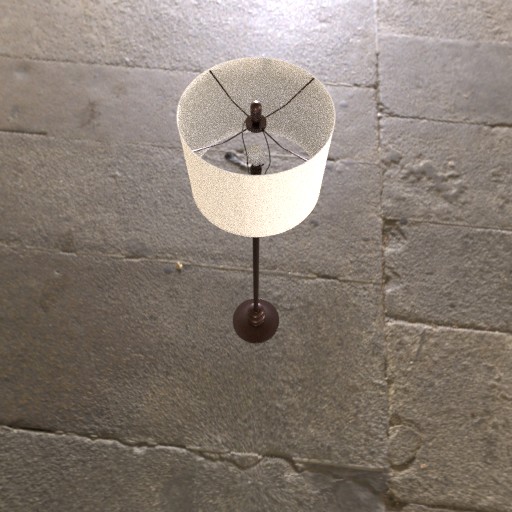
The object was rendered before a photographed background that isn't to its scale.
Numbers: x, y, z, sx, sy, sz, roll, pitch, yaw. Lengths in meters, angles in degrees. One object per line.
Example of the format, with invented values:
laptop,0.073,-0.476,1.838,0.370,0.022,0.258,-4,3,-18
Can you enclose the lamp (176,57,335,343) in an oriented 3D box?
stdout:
lamp,0.000,0.000,1.636,0.356,1.487,0.356,-36,68,-17
